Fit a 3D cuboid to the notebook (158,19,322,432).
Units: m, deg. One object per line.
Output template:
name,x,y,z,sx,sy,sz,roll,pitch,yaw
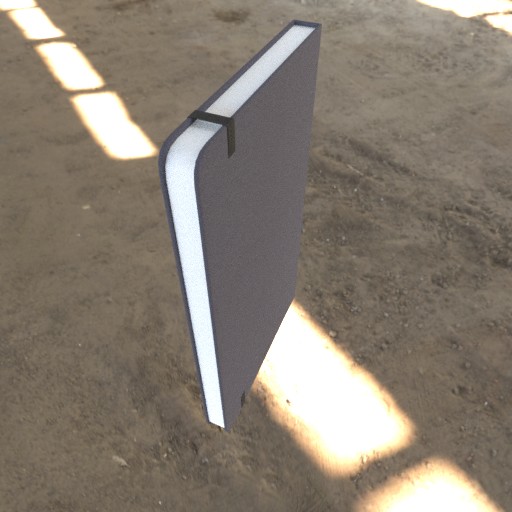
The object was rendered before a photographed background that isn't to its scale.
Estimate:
notebook,0.000,0.000,0.254,0.016,0.213,0.127,17,49,16
